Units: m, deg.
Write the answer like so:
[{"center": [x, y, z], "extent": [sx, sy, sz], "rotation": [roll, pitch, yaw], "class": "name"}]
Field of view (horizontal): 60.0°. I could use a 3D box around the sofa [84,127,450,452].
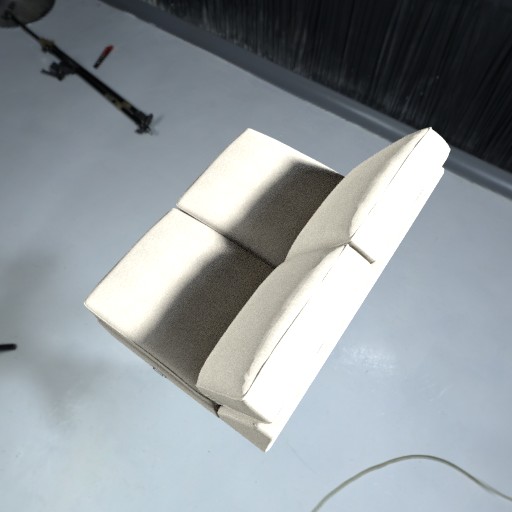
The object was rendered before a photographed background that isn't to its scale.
[{"center": [0.000, 0.000, 1.947], "extent": [0.978, 1.006, 1.232], "rotation": [32, 67, 15], "class": "sofa"}]
